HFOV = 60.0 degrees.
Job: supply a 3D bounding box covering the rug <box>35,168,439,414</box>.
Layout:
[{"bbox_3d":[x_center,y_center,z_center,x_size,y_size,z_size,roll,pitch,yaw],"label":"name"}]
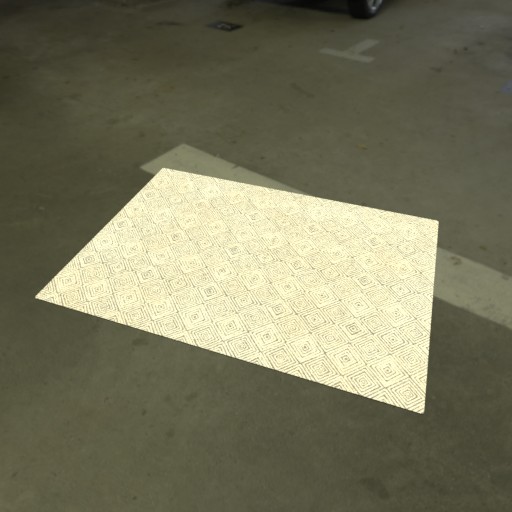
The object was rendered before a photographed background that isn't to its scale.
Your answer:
[{"bbox_3d":[0.000,0.000,2.926,2.238,0.008,1.593,13,43,14],"label":"rug"}]
